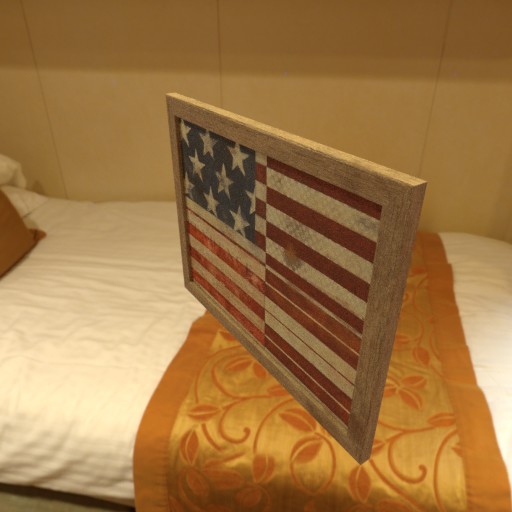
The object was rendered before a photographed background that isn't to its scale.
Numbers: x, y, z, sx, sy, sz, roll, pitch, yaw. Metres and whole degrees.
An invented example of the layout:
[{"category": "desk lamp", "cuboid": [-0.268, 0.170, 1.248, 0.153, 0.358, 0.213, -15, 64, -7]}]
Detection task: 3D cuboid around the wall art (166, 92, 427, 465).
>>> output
[{"category": "wall art", "cuboid": [0.000, 0.000, 0.911, 0.026, 0.535, 0.690, -20, 36, -30]}]
